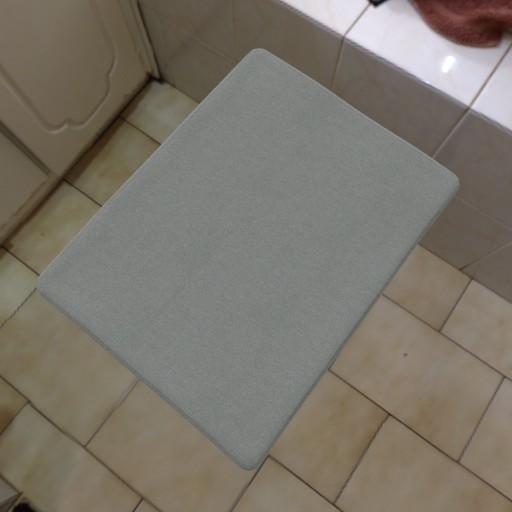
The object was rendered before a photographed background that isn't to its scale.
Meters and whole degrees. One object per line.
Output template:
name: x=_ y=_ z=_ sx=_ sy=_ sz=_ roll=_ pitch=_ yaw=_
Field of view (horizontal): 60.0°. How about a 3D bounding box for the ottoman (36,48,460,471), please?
ottoman: x=0.000 y=0.000 z=1.223 sx=0.648 sy=0.461 sz=0.833 roll=37 pitch=78 yaw=10
